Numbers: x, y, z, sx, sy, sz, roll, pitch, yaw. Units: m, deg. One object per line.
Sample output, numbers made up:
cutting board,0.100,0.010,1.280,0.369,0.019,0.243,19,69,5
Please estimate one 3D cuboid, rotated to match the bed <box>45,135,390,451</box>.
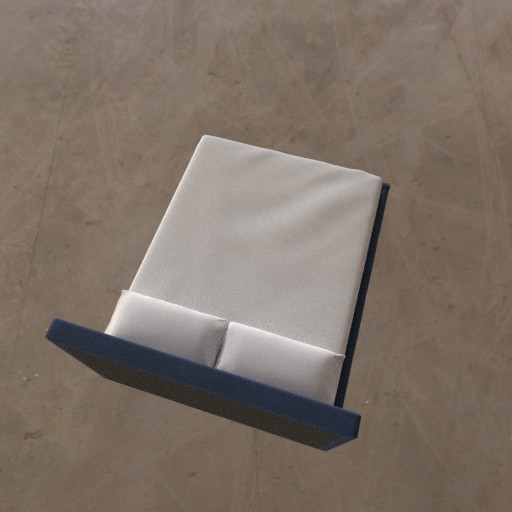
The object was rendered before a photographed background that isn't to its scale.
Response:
bed,0.000,0.000,3.236,1.723,1.231,2.172,15,64,8
